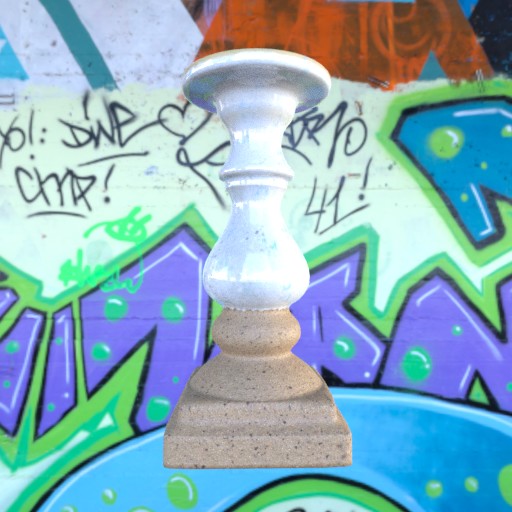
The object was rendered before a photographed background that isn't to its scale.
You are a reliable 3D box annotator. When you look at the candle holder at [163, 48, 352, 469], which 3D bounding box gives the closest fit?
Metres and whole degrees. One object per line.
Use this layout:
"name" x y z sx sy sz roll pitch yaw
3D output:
"candle holder" 0.000 0.000 0.303 0.110 0.239 0.110 0 0 -1
